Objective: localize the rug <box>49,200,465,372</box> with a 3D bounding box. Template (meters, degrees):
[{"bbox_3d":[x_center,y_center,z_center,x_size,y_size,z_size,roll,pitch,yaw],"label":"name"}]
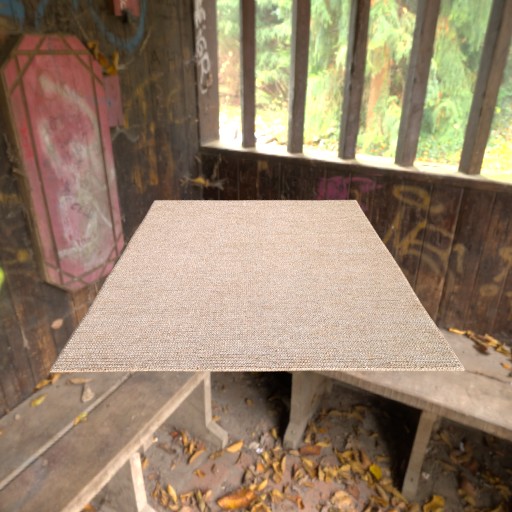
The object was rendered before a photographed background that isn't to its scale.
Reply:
[{"bbox_3d":[0.000,0.000,3.922,2.406,0.012,3.034,0,26,0],"label":"rug"}]
